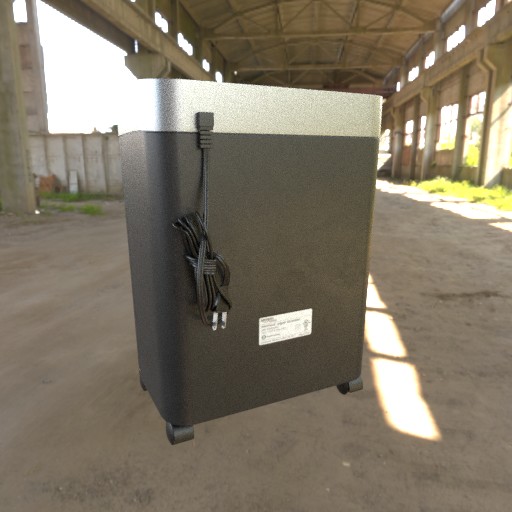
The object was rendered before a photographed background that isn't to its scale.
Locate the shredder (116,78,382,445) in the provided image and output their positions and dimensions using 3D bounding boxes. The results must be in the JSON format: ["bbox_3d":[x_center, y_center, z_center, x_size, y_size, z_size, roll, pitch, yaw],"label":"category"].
[{"bbox_3d":[0.000,0.000,0.598,0.311,0.419,0.237,-6,14,-26],"label":"shredder"}]
